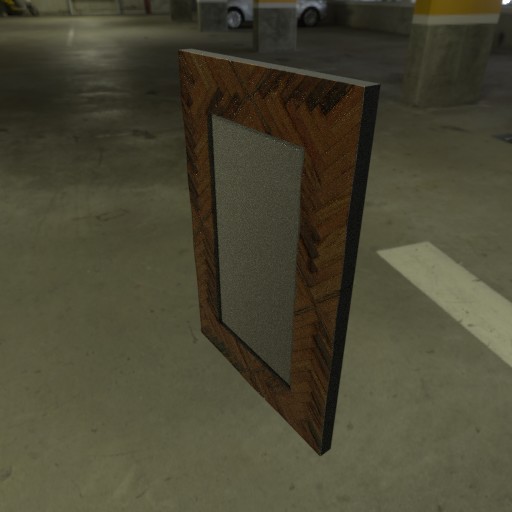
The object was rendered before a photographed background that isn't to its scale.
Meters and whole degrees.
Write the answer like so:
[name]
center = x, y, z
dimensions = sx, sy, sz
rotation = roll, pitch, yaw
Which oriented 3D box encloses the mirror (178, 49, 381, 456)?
[mirror]
center = 0.000, 0.000, 1.134
dimensions = 0.044, 0.912, 0.606
rotation = -21, 37, -31
